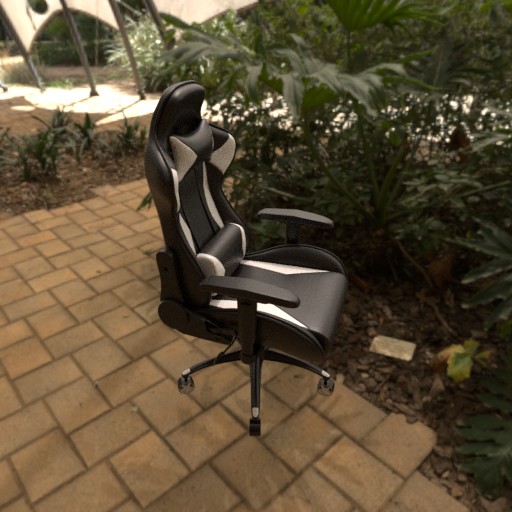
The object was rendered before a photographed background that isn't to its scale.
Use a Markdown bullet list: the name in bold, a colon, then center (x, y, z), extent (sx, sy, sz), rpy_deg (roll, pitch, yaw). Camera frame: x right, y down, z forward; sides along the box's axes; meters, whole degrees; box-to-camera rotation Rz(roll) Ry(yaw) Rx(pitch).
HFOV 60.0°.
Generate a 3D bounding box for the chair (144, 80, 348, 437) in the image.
- **chair**: center (0.000, 0.000, 1.768), extent (0.695, 1.285, 0.730), rpy_deg (9, 31, 16)
